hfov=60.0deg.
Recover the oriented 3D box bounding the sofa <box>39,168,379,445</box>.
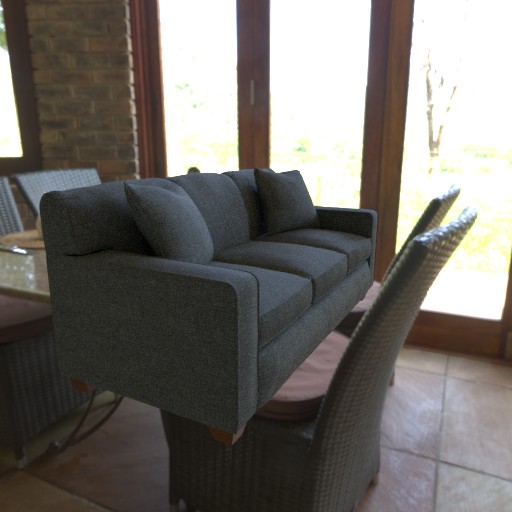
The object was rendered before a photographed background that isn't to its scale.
[{"bbox_3d":[0.000,0.000,2.562,0.997,0.958,2.024,7,16,27],"label":"sofa"}]
